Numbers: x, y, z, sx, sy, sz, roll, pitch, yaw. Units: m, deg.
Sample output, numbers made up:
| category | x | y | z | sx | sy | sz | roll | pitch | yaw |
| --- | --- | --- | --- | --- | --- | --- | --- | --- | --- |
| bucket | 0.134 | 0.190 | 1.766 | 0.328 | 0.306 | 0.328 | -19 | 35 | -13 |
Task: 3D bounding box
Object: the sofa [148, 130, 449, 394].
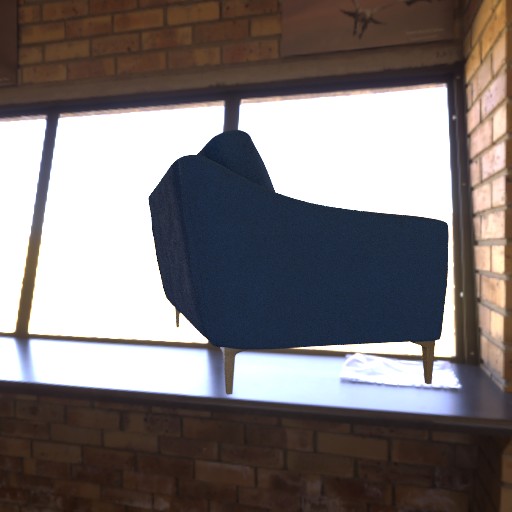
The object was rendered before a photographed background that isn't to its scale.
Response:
| category | x | y | z | sx | sy | sz | roll | pitch | yaw |
| --- | --- | --- | --- | --- | --- | --- | --- | --- | --- |
| sofa | 0.000 | 0.000 | 2.189 | 0.960 | 0.902 | 1.619 | 0 | 1 | -18 |
